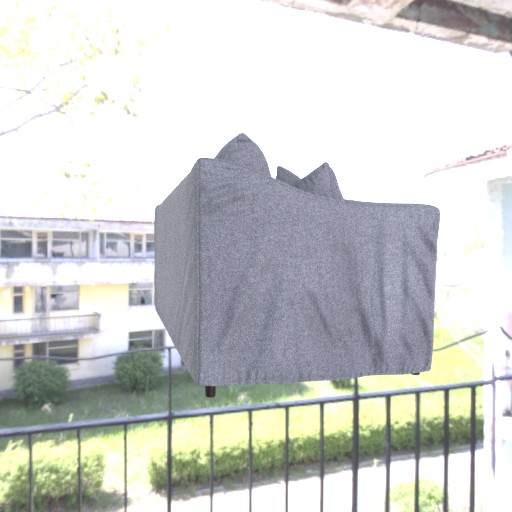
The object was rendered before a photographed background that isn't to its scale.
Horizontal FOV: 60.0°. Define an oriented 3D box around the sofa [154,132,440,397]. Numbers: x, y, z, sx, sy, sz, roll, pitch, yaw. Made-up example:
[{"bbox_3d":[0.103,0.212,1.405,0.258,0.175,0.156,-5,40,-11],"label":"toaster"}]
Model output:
[{"bbox_3d":[0.000,0.000,2.662,1.072,1.018,2.010,0,1,-17],"label":"sofa"}]
